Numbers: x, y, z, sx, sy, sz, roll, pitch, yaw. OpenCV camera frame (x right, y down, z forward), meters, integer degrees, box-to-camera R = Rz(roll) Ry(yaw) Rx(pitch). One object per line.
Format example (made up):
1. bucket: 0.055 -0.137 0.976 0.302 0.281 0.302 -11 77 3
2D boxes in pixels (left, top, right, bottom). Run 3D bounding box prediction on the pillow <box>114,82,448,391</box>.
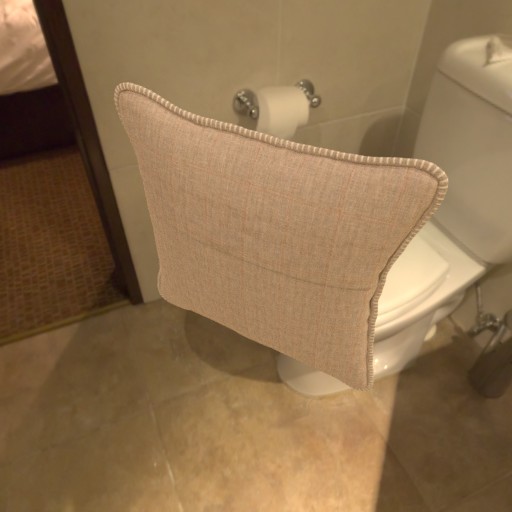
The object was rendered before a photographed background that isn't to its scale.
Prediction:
1. pillow: 0.000 0.000 0.730 0.485 0.494 0.124 21 49 20
